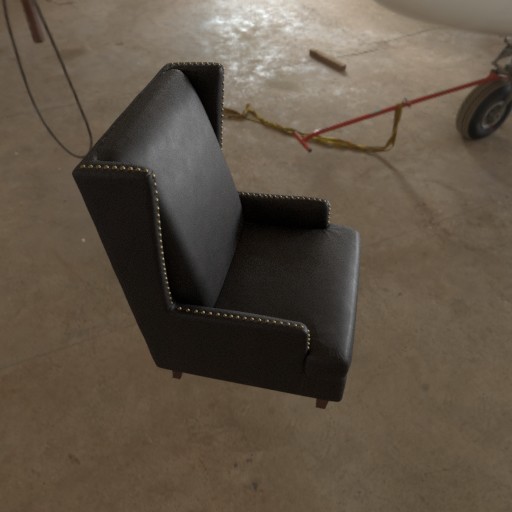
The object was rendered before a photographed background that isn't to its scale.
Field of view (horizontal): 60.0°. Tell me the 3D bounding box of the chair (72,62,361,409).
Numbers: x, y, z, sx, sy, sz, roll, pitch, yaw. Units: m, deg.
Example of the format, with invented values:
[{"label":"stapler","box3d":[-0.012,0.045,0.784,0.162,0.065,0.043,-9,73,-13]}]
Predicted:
[{"label":"chair","box3d":[0.000,0.000,1.658,0.799,1.142,0.703,9,46,9]}]
